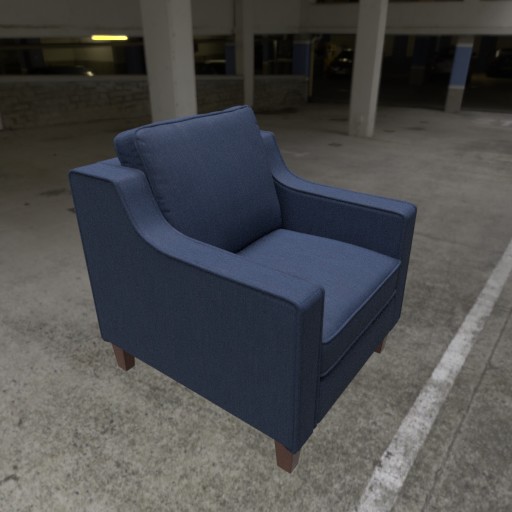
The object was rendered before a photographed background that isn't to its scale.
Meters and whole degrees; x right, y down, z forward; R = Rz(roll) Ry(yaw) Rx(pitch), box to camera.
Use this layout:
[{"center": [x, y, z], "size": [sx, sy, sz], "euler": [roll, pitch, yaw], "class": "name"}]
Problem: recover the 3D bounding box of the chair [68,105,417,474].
[{"center": [0.000, 0.000, 1.636], "size": [0.909, 0.960, 0.831], "euler": [19, 33, 32], "class": "chair"}]
